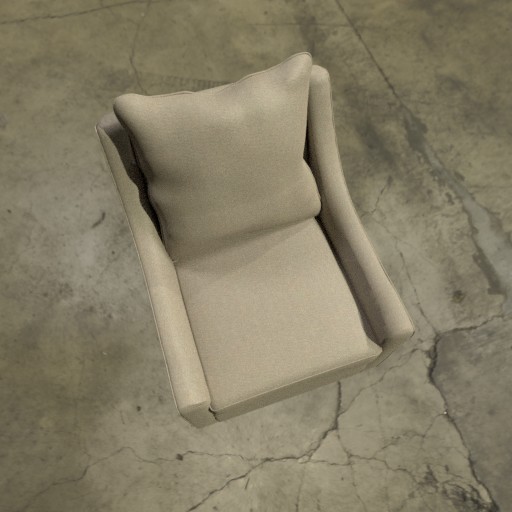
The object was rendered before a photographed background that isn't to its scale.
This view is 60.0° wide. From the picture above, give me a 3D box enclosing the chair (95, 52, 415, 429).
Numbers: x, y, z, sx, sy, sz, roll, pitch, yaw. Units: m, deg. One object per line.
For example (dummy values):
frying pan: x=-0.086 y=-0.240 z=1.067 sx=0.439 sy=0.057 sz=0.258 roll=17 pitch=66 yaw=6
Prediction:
chair: x=0.000 y=0.000 z=1.516 sx=0.760 sy=0.942 sz=0.876 roll=-17 pitch=65 yaw=-8
